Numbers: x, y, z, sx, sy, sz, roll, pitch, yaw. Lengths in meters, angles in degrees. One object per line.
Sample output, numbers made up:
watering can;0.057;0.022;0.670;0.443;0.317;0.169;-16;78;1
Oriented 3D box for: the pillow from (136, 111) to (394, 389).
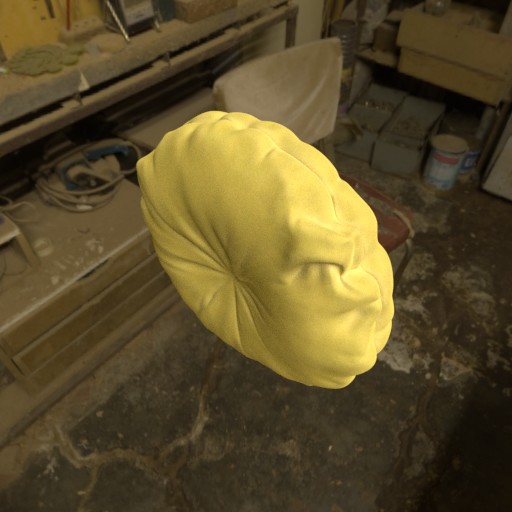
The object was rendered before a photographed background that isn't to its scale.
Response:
pillow;0.000;0.000;0.636;0.428;0.407;0.148;33;55;27
